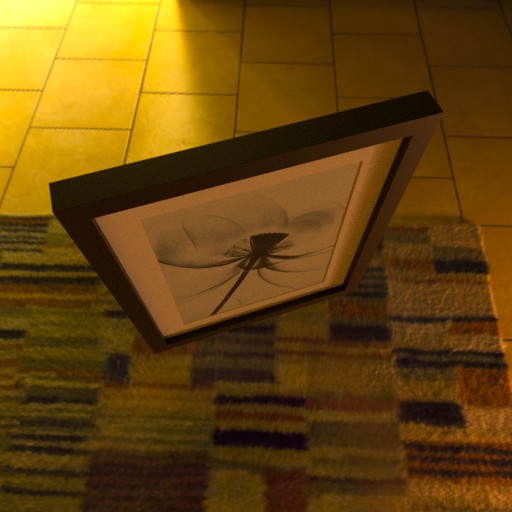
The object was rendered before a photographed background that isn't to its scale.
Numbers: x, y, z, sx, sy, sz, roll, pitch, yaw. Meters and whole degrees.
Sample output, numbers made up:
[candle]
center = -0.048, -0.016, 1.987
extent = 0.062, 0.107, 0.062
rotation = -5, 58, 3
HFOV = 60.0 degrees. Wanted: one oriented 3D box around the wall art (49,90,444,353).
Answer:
[wall art]
center = 0.000, 0.000, 0.530
extent = 0.330, 0.381, 0.029
rotation = -16, 63, -8
